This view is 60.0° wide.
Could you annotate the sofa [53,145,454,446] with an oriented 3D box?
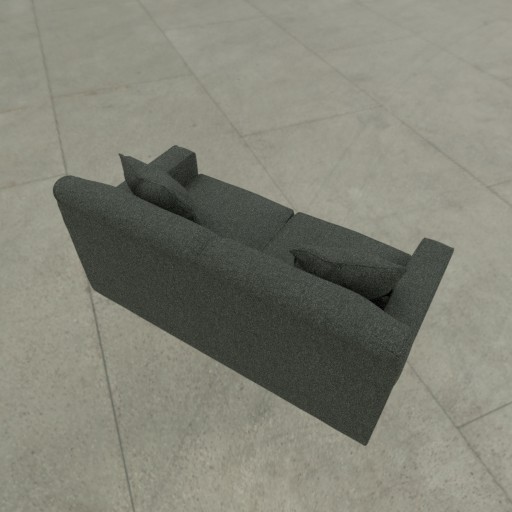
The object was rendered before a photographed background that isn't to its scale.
[{"bbox_3d":[0.000,0.000,2.452,1.846,0.958,0.998,24,50,22],"label":"sofa"}]
